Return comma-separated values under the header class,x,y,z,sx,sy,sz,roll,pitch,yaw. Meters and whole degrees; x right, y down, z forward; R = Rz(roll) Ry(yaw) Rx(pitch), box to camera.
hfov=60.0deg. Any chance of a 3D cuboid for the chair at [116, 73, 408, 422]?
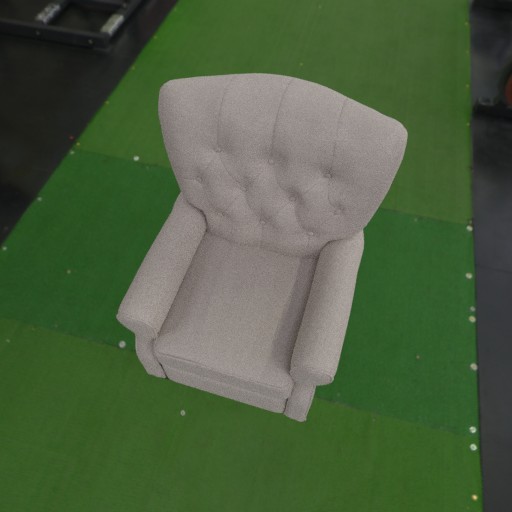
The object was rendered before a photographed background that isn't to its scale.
class,x,y,z,sx,sy,sz,roll,pitch,yaw
chair,0.000,0.000,1.917,0.942,1.209,1.025,14,57,9
